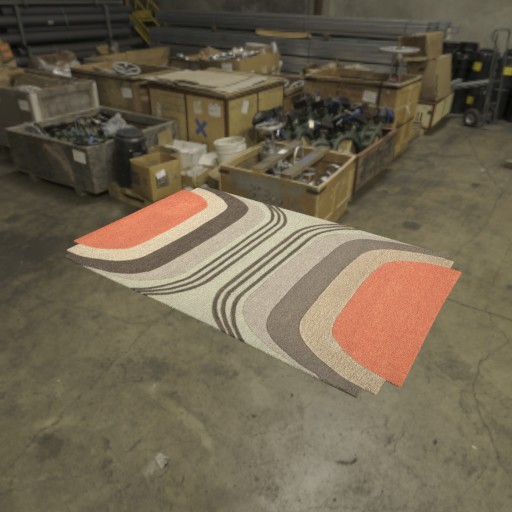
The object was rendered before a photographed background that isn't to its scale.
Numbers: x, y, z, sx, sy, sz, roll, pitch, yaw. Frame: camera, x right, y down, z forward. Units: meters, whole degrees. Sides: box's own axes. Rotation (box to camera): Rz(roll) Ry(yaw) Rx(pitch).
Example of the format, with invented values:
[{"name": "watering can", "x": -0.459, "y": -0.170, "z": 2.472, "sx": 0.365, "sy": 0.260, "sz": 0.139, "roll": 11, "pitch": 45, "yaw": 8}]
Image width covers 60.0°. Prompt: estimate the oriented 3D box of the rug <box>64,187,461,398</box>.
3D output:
[{"name": "rug", "x": 0.000, "y": 0.000, "z": 3.064, "sx": 2.446, "sy": 0.017, "sz": 1.530, "roll": 20, "pitch": 36, "yaw": 29}]
